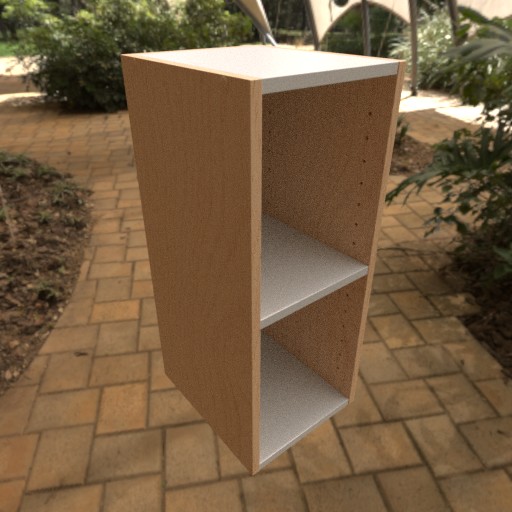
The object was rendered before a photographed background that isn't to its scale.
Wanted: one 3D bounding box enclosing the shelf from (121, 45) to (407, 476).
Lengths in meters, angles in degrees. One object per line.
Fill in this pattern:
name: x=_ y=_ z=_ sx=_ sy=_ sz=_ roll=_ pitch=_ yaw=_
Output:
shelf: x=0.000 y=0.000 z=0.730 sx=0.250 sy=0.600 sz=0.290 roll=-22 pitch=36 yaw=-33
